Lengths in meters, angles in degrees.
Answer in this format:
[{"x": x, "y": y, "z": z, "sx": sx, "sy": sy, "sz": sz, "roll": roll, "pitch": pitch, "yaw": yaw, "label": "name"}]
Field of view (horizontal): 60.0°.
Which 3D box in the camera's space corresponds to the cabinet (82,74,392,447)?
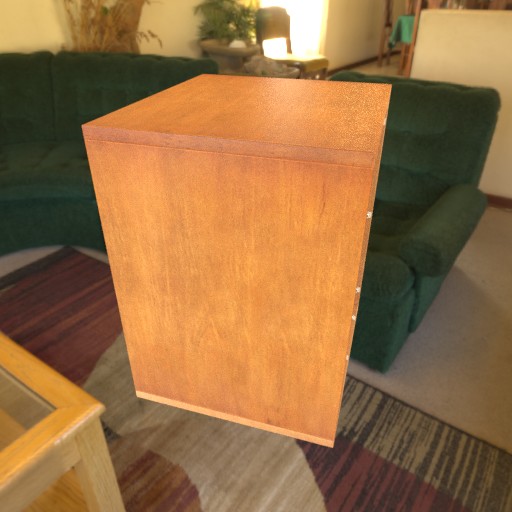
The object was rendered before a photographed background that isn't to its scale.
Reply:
[{"x": 0.000, "y": 0.000, "z": 0.856, "sx": 0.401, "sy": 0.579, "sz": 0.409, "roll": 9, "pitch": 33, "yaw": 14, "label": "cabinet"}]
